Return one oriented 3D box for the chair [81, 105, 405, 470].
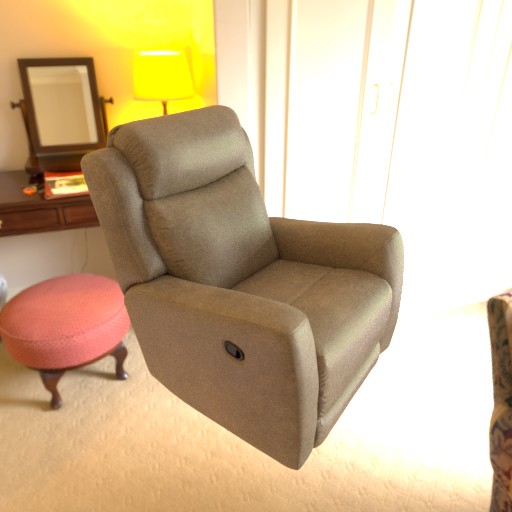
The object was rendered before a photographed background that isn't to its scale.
[{"bbox_3d":[0.000,0.000,1.922,1.068,1.116,0.965,19,33,32],"label":"chair"}]
